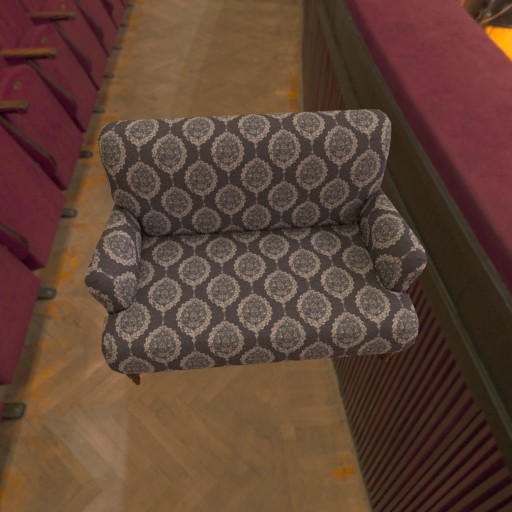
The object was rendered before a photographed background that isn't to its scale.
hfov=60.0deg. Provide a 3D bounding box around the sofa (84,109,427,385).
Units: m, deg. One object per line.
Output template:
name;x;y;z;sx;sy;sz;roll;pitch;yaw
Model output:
sofa;0.000;0.000;1.842;1.297;0.867;0.779;-4;47;-4
